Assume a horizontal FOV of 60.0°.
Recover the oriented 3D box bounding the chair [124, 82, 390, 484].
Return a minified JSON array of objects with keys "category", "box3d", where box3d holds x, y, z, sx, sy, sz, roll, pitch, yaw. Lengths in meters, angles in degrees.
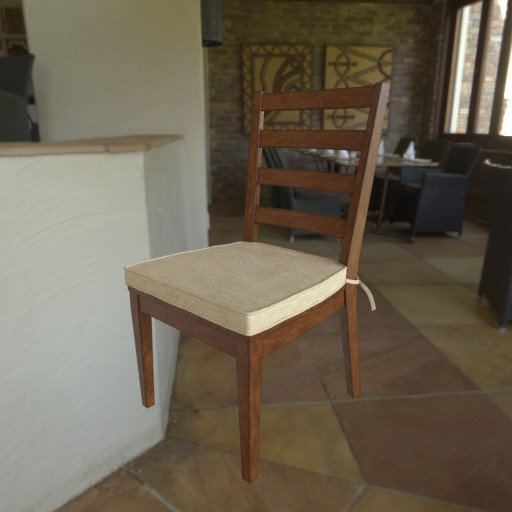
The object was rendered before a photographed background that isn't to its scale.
[{"category":"chair","box3d":[0.000,0.000,1.328,0.593,0.979,0.595,15,22,41]}]
